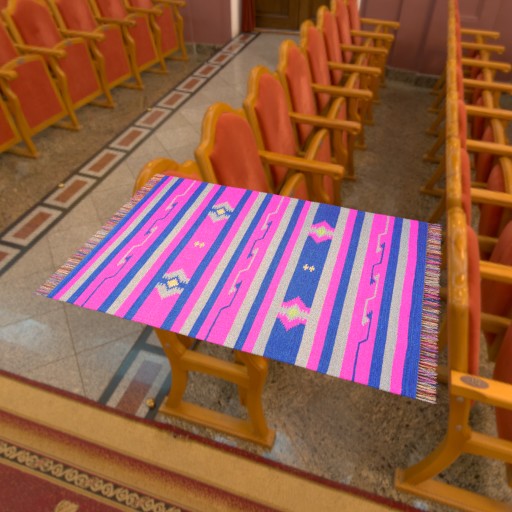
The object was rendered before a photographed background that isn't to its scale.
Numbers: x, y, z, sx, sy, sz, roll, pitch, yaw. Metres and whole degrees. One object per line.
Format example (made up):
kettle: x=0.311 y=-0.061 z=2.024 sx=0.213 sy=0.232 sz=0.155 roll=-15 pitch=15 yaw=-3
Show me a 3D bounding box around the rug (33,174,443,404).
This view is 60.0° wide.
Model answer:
rug: x=0.000 y=0.000 z=2.943 sx=2.350 sy=0.013 sz=1.539 roll=12 pitch=42 yaw=14
